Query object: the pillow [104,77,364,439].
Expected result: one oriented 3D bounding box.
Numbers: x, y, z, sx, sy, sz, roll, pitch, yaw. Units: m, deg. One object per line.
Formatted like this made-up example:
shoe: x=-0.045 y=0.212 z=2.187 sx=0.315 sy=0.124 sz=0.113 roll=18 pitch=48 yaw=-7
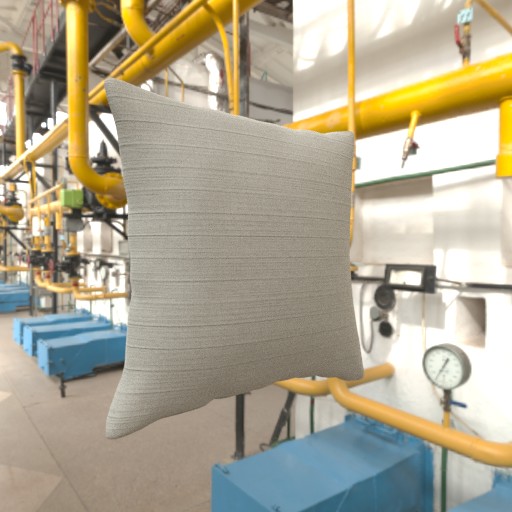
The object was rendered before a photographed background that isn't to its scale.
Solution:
pillow: x=0.000 y=0.000 z=0.697 sx=0.470 sy=0.464 sz=0.175 roll=-1 pitch=1 yaw=-36
